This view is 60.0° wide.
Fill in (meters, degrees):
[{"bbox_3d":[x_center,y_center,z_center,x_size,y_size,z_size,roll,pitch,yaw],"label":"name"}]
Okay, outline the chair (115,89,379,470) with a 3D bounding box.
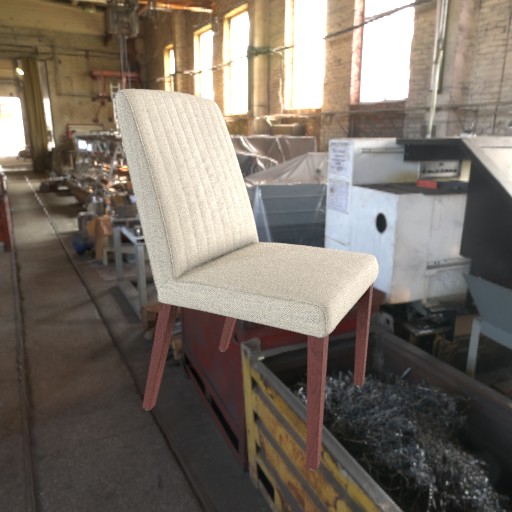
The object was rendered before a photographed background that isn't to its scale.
[{"bbox_3d":[0.000,0.000,1.256,0.594,0.900,0.480,8,17,27],"label":"chair"}]
